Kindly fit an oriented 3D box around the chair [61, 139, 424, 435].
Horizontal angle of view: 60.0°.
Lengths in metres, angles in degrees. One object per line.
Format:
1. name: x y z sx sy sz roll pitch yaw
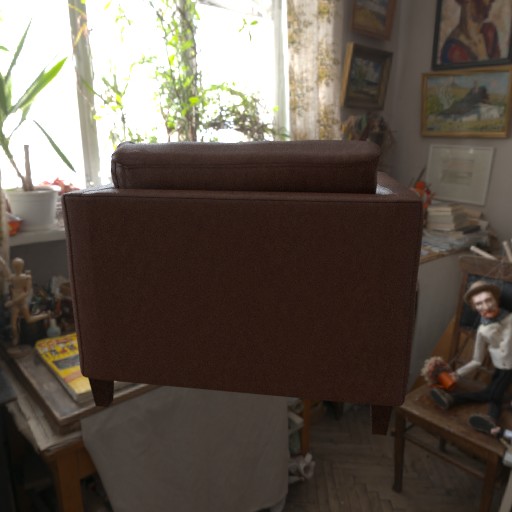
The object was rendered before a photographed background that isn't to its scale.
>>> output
1. chair: 0.000 0.000 1.792 1.107 0.917 0.959 2 16 9
